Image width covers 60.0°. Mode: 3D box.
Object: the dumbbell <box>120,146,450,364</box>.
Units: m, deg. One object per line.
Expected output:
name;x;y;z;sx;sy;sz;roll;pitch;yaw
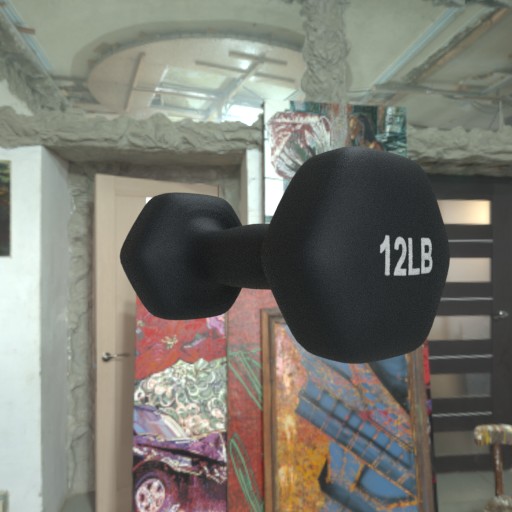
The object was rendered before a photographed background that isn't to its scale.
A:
dumbbell;0.000;0.000;0.292;0.112;0.101;0.231;0;0;-37
